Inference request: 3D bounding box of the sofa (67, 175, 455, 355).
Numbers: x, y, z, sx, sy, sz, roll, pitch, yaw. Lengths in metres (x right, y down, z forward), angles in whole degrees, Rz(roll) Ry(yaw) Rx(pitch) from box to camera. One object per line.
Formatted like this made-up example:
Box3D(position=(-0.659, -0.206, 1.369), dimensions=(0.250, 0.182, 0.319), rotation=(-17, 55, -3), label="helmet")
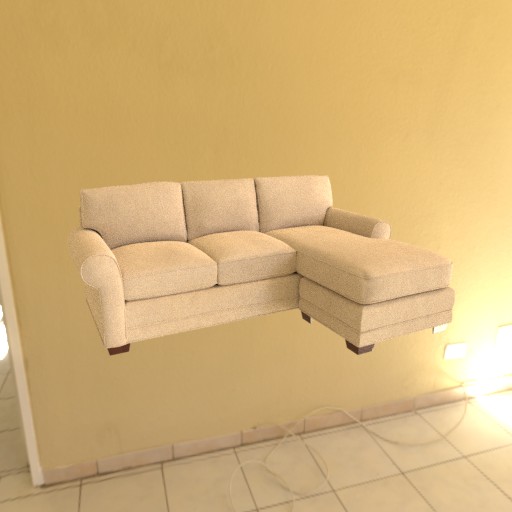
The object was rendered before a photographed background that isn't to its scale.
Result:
Box3D(position=(0.000, 0.000, 2.361), dimensions=(1.770, 0.734, 1.226), rotation=(-8, 17, -26), label="sofa")
